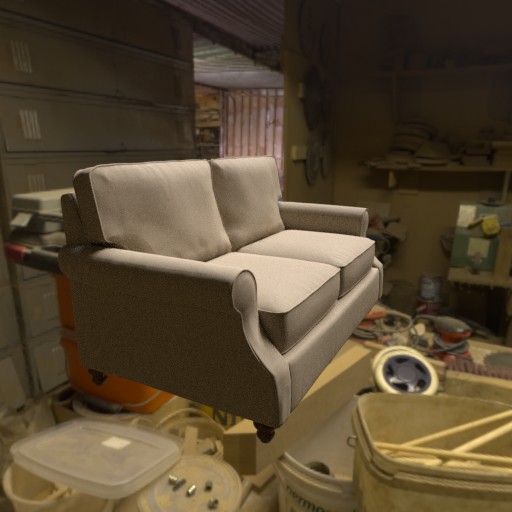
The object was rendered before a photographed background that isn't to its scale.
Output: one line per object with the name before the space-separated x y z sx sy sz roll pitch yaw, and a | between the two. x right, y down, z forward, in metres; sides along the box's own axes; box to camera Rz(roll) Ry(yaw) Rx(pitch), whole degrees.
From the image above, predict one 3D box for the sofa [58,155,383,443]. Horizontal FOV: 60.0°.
sofa | 0.000 0.000 2.201 0.964 0.937 1.665 7 16 27
